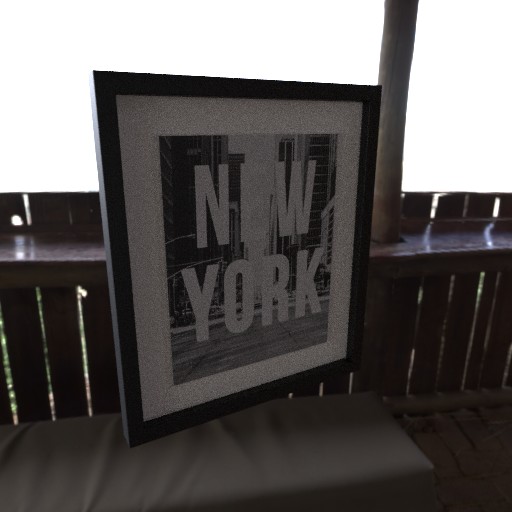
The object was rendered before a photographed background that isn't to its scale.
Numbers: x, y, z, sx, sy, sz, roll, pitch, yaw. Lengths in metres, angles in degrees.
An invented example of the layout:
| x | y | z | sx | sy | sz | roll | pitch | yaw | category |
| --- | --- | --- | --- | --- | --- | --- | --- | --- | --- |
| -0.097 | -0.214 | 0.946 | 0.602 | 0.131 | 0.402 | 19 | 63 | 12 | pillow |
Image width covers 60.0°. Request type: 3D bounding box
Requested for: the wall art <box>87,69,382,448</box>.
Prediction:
| x | y | z | sx | sy | sz | roll | pitch | yaw | category |
| --- | --- | --- | --- | --- | --- | --- | --- | --- | --- |
| 0.000 | 0.000 | 0.513 | 0.328 | 0.381 | 0.028 | -9 | 19 | -28 | wall art |
